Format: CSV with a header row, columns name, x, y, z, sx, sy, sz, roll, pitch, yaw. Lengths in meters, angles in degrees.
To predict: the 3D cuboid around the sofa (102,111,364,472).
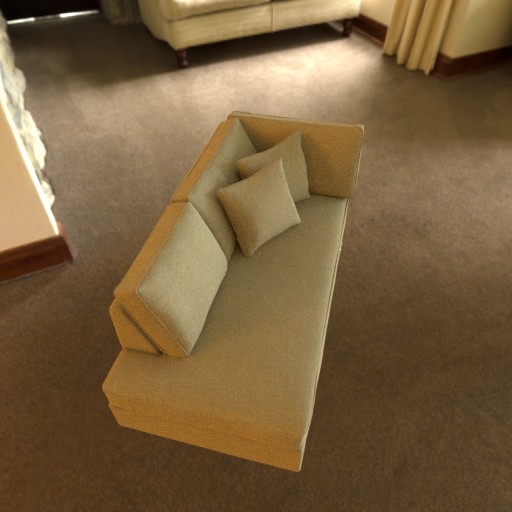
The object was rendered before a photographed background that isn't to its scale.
name,x,y,z,sx,sy,sz,roll,pitch,yaw
sofa,0.000,0.000,2.880,1.110,1.019,2.238,10,46,10
